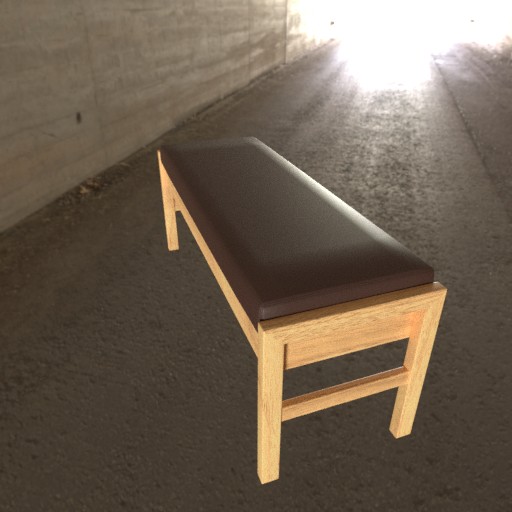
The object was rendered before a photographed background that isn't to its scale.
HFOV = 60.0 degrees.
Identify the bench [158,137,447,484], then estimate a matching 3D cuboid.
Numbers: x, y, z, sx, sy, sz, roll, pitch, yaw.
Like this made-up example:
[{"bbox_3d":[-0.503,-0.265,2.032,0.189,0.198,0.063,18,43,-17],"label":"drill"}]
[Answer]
[{"bbox_3d":[0.000,0.000,1.442,0.405,0.480,1.200,-10,31,-17],"label":"bench"}]
